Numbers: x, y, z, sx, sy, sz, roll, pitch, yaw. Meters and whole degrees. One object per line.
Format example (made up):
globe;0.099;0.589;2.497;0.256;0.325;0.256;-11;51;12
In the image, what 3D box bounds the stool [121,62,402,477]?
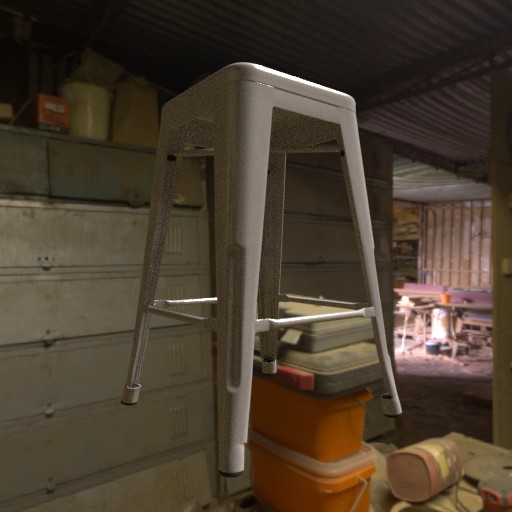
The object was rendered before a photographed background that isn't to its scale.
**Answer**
stool;0.000;0.000;0.879;0.406;0.610;0.406;0;0;-37
